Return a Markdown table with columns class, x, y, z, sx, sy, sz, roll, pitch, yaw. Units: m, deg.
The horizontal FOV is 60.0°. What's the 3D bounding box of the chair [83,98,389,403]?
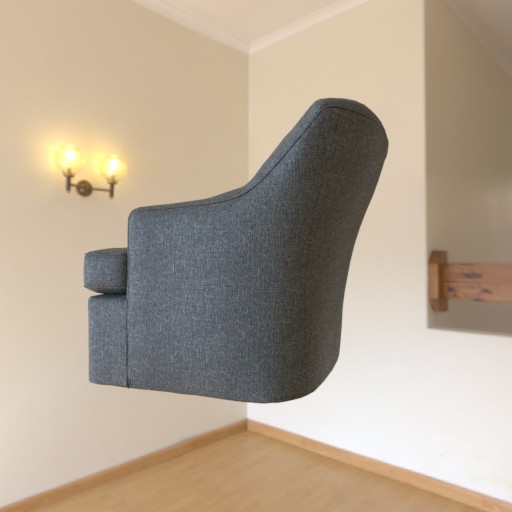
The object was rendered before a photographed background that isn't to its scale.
| class | x | y | z | sx | sy | sz | roll | pitch | yaw |
| --- | --- | --- | --- | --- | --- | --- | --- | --- | --- |
| chair | 0.000 | 0.000 | 1.603 | 0.923 | 0.856 | 0.864 | 0 | -1 | 18 |
